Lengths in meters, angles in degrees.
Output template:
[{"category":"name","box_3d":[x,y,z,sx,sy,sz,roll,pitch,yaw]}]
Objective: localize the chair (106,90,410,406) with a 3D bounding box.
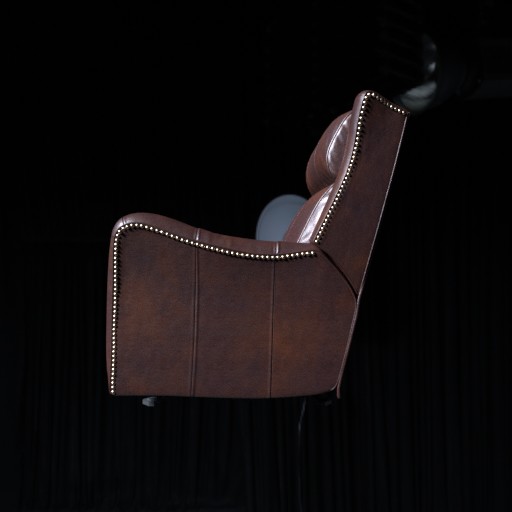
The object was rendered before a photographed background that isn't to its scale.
[{"category":"chair","box_3d":[0.000,0.000,1.846,1.008,1.084,0.869,0,0,0]}]
